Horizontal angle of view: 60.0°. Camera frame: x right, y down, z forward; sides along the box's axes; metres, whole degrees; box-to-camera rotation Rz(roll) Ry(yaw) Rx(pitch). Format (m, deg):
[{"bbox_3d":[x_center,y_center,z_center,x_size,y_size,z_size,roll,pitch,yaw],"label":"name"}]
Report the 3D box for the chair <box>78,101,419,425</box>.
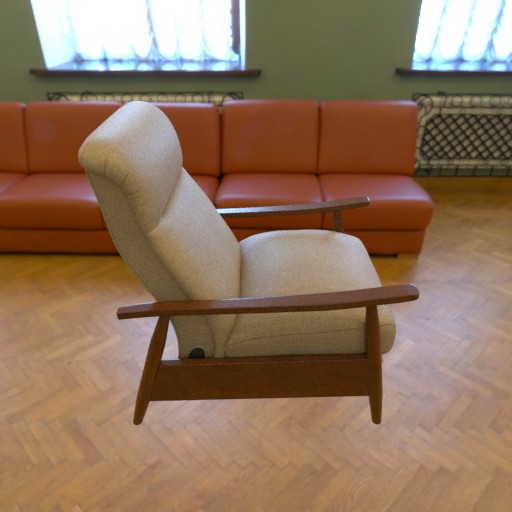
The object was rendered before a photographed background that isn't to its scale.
[{"bbox_3d":[0.000,0.000,1.751,1.030,1.082,0.762,0,31,0],"label":"chair"}]
